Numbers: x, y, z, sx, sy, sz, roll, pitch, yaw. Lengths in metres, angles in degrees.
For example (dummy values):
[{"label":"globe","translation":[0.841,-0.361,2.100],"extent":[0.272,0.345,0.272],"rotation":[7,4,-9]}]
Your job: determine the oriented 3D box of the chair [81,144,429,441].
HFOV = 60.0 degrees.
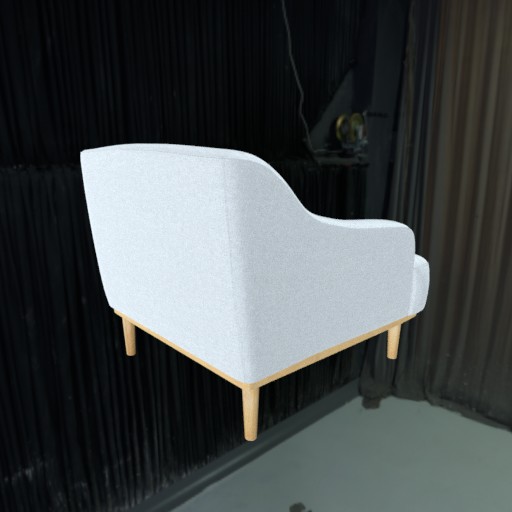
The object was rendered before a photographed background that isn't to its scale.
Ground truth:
[{"label":"chair","translation":[0.000,0.000,1.659],"extent":[0.951,0.818,0.946],"rotation":[-13,20,-41]}]
